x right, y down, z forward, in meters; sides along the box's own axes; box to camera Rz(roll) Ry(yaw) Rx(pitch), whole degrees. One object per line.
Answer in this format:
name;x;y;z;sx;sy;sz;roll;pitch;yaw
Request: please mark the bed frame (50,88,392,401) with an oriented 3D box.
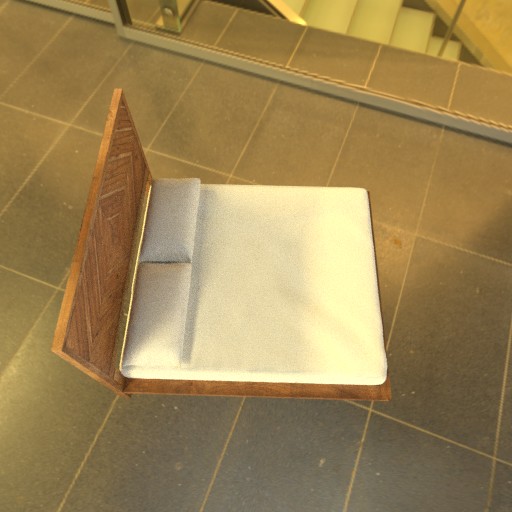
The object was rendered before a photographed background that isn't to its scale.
bed frame;0.000;0.000;3.600;2.235;1.537;2.038;1;63;1
